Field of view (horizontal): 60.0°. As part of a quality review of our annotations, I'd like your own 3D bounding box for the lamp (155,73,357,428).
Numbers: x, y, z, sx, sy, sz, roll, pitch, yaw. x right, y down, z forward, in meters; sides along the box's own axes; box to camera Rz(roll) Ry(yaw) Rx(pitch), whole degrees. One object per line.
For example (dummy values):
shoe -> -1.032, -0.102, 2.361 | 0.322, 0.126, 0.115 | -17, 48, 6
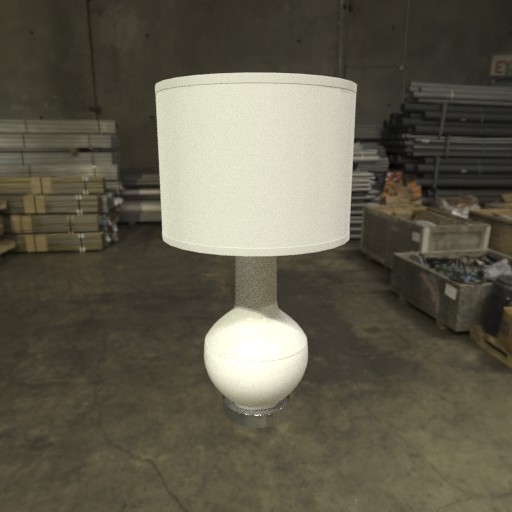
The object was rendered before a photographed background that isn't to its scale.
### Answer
lamp -> 0.000, 0.000, 0.872 | 0.357, 0.673, 0.357 | -2, 14, -8
